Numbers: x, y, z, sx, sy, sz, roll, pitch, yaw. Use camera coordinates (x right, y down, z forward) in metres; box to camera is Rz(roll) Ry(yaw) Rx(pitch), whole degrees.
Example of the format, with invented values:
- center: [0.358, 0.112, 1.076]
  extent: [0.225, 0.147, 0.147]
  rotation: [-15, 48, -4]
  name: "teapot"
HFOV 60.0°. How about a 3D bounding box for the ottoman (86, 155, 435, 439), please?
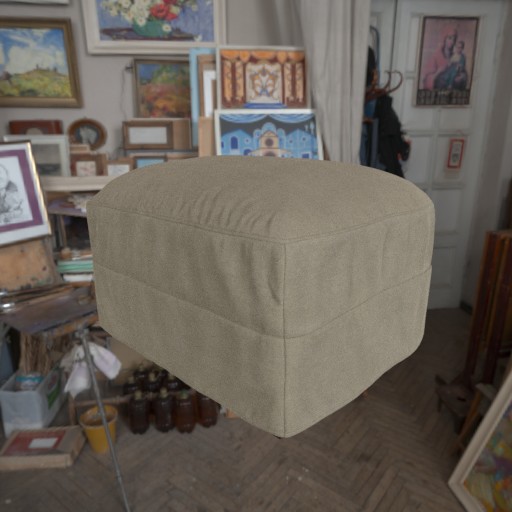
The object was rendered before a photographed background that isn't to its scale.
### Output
- center: [0.000, 0.000, 1.096]
  extent: [0.712, 0.480, 0.584]
  rotation: [16, 24, 42]
  name: "ottoman"
